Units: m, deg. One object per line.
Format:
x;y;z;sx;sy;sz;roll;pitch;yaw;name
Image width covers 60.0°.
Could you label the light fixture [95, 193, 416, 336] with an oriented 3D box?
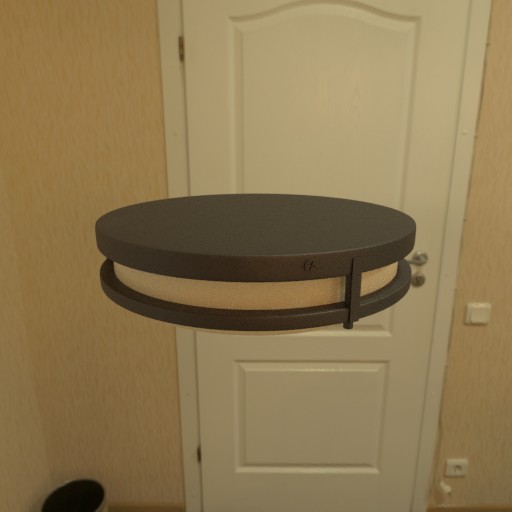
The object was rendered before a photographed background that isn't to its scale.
0.000;0.000;0.530;0.356;0.102;0.356;0;16;0;light fixture
